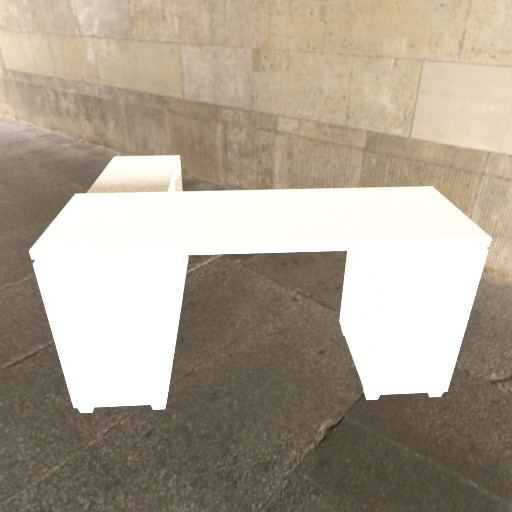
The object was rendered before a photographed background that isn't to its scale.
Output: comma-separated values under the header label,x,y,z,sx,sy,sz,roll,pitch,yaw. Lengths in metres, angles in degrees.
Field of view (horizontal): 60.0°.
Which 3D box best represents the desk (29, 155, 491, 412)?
label,x,y,z,sx,sy,sz,roll,pitch,yaw
desk,0.000,0.000,2.165,1.524,0.759,1.199,-2,29,-3
